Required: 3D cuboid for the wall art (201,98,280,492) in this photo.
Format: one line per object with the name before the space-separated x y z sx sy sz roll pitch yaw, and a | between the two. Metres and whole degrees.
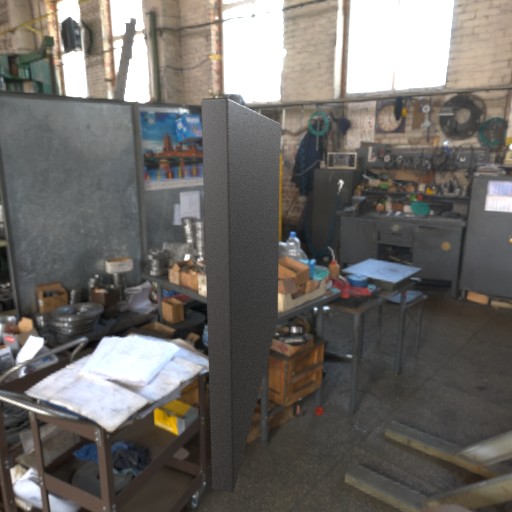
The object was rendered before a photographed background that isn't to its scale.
wall art | 0.000 0.000 0.754 0.031 0.457 0.558 2 14 8
